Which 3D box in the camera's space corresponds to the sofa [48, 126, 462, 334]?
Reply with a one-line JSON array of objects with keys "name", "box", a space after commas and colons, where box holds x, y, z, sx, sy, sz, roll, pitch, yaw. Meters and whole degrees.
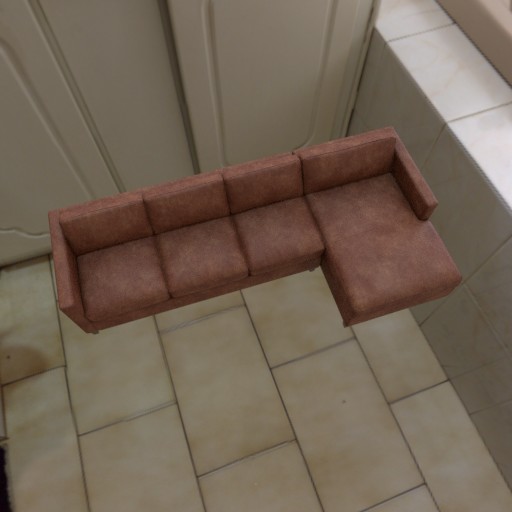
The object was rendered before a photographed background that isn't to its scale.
[{"name": "sofa", "box": [0.000, 0.000, 3.883, 3.203, 0.883, 1.581, -16, 64, -8]}]
